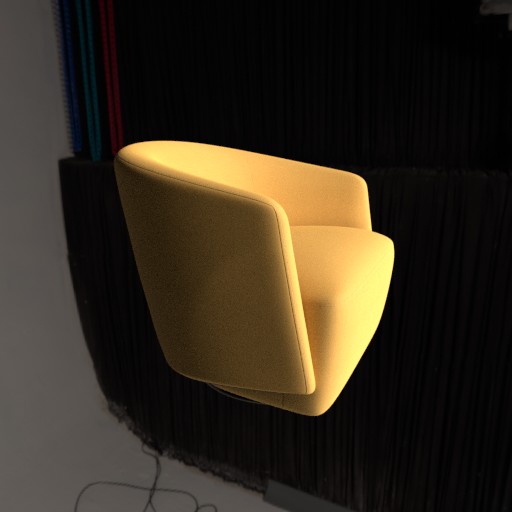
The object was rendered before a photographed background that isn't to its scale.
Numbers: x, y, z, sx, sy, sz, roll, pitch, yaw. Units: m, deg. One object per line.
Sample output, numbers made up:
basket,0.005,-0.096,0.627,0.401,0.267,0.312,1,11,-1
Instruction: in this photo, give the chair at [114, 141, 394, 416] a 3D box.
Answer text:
chair,0.000,0.000,1.390,0.767,0.698,0.773,7,16,26
